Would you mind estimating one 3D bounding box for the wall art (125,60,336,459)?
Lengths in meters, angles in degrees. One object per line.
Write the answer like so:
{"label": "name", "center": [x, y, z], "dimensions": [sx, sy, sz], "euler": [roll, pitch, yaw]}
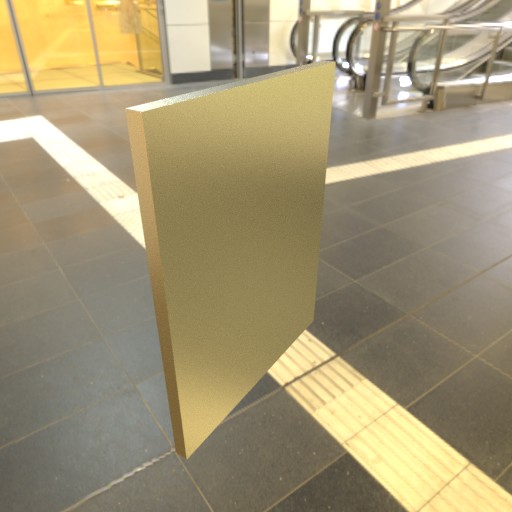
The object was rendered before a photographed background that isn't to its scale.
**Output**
{"label": "wall art", "center": [0.000, 0.000, 0.759], "dimensions": [0.025, 0.569, 0.444], "euler": [20, 36, 29]}
